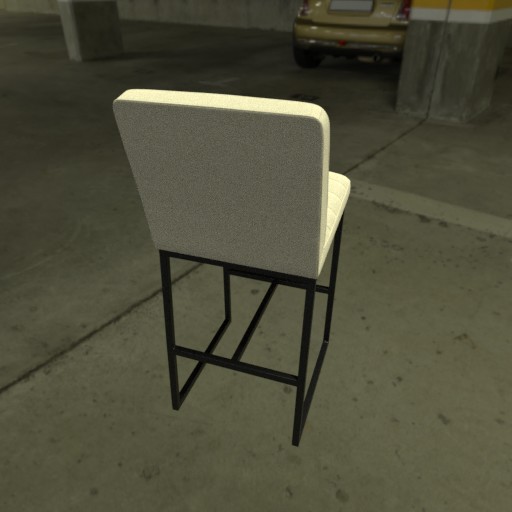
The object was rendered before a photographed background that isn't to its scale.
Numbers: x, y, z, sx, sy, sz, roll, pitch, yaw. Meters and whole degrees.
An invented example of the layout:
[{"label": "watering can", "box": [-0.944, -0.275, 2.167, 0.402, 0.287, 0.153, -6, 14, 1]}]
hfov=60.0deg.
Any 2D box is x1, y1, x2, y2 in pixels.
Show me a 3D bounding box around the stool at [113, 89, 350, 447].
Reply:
[{"label": "stool", "box": [0.000, 0.000, 1.347, 0.460, 1.040, 0.560, 10, 34, 16]}]
